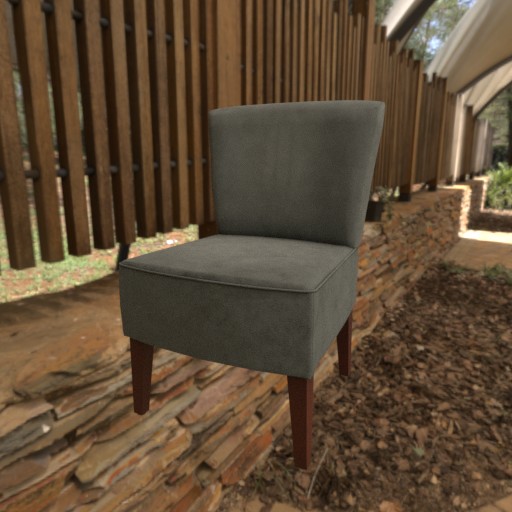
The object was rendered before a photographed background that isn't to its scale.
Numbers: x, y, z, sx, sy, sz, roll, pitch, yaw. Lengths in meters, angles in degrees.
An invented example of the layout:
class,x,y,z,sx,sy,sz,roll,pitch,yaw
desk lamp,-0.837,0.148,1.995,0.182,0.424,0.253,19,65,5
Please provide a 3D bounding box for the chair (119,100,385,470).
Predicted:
class,x,y,z,sx,sy,sz,roll,pitch,yaw
chair,0.000,0.000,1.160,0.521,0.806,0.554,6,15,26
